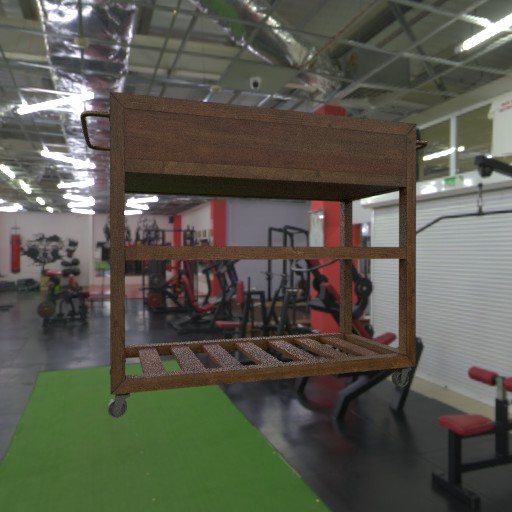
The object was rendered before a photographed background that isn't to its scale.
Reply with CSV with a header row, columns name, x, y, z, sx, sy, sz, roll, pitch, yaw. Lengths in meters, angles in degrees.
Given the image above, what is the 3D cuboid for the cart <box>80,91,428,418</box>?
name,x,y,z,sx,sy,sz,roll,pitch,yaw
cart,0.000,0.000,1.464,1.065,0.830,0.445,0,0,-18
